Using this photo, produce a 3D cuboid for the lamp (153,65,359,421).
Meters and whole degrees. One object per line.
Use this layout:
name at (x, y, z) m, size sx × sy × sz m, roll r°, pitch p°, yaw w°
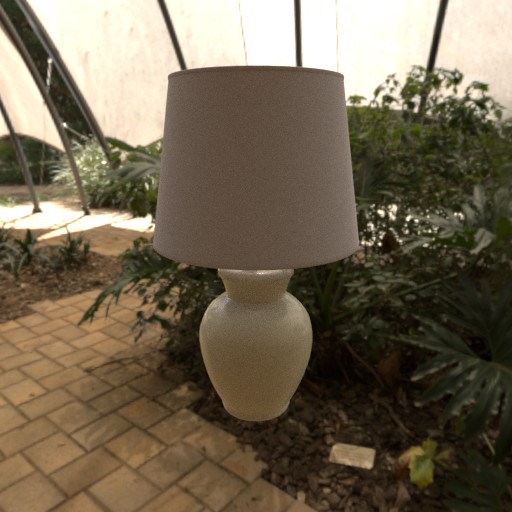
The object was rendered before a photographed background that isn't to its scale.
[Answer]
lamp at (0.000, 0.000, 0.533) m, size 0.239 × 0.399 × 0.239 m, roll 0°, pitch 16°, yaw 0°
